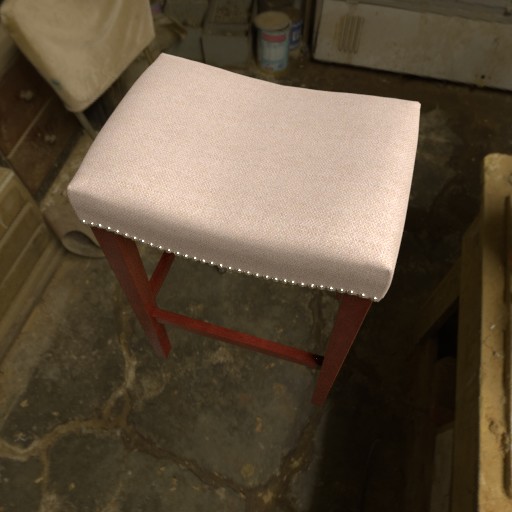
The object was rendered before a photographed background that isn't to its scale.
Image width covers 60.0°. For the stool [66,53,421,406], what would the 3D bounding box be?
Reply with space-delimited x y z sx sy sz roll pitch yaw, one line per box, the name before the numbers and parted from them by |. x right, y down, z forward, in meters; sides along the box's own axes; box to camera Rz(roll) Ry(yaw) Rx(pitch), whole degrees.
stool | 0.000 0.000 1.005 0.504 0.742 0.372 15 59 9
